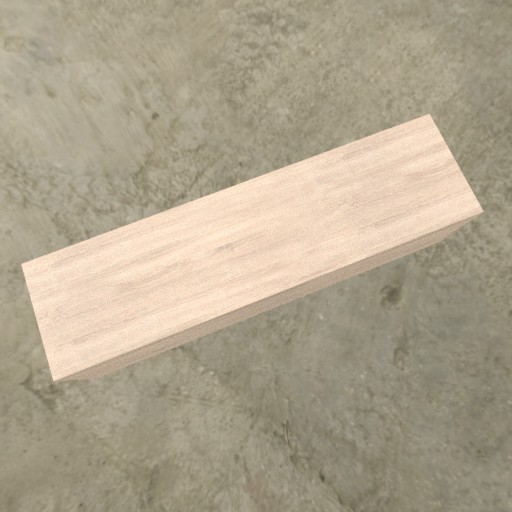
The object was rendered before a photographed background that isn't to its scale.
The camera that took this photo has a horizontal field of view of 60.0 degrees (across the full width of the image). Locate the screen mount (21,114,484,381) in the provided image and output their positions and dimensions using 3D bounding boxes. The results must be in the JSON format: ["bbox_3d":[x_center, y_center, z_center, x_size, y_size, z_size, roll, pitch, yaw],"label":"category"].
[{"bbox_3d":[0.000,0.000,1.725,1.500,0.510,0.400,-21,77,-5],"label":"screen mount"}]
